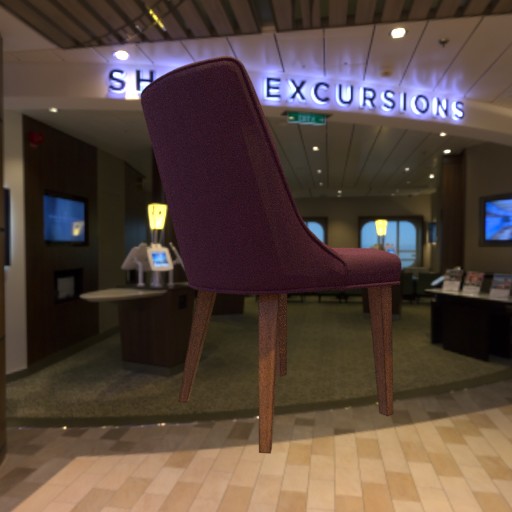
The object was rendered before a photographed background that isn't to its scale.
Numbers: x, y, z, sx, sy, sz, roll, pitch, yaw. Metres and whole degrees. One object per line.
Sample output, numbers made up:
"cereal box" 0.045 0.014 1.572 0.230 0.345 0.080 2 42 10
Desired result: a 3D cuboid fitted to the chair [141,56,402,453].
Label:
"chair" 0.000 0.000 1.289 0.638 0.916 0.548 -1 2 -37
